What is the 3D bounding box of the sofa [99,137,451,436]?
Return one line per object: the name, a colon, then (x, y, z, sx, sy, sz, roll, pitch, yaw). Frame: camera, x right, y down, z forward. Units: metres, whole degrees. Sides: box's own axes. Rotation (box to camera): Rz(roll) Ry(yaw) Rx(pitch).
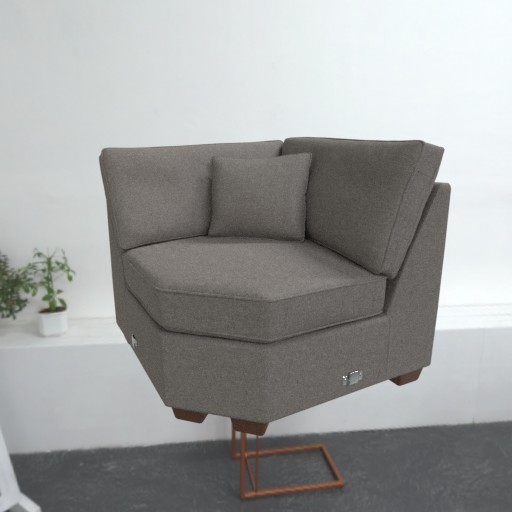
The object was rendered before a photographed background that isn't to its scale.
sofa: (0.000, 0.000, 1.840, 1.050, 0.951, 1.042, -8, 17, -27)
